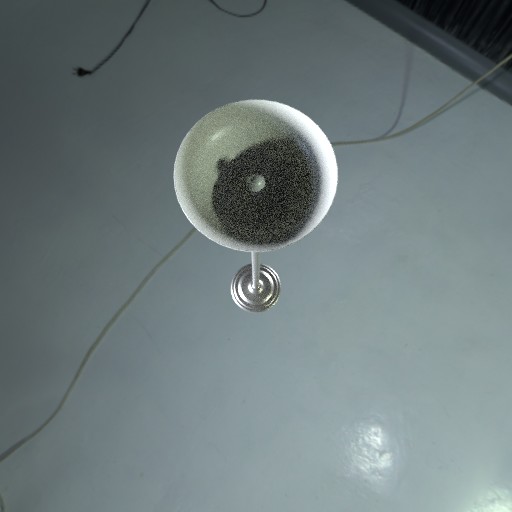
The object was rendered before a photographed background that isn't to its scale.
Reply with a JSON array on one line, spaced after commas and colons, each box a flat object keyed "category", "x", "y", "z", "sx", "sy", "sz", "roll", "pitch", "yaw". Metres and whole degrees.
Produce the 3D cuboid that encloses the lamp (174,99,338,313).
[{"category": "lamp", "x": 0.000, "y": 0.000, "z": 1.955, "sx": 0.405, "sy": 1.771, "sz": 0.405, "roll": 32, "pitch": 79, "yaw": 7}]
